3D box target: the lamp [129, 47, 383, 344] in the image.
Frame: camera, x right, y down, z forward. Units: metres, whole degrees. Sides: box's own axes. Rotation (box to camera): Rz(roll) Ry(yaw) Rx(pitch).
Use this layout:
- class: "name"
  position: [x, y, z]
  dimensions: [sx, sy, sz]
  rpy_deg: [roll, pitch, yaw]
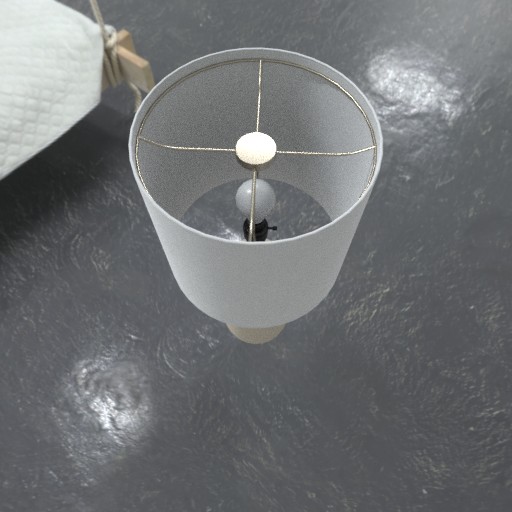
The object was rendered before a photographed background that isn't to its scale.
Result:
- class: "lamp"
  position: [0.000, 0.000, 0.598]
  dimensions: [0.220, 0.475, 0.220]
  rpy_deg: [15, 64, 7]
